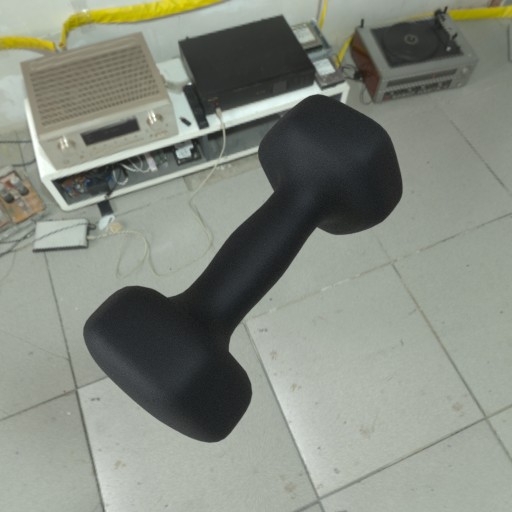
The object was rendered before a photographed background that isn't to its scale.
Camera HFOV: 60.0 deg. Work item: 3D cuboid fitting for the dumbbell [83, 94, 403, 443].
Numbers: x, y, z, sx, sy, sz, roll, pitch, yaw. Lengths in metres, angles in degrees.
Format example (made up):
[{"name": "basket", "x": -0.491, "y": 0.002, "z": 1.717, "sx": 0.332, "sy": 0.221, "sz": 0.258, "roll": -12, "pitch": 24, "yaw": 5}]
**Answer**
[{"name": "dumbbell", "x": 0.000, "y": 0.000, "z": 0.295, "sx": 0.112, "sy": 0.101, "sz": 0.231, "roll": 35, "pitch": 69, "yaw": 16}]
